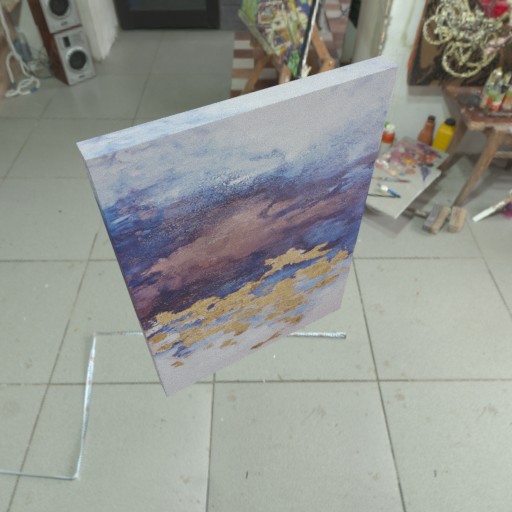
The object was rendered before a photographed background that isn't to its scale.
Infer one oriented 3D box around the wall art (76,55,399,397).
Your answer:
[{"bbox_3d":[0.000,0.000,0.766,0.437,0.581,0.036,-23,52,-20],"label":"wall art"}]
